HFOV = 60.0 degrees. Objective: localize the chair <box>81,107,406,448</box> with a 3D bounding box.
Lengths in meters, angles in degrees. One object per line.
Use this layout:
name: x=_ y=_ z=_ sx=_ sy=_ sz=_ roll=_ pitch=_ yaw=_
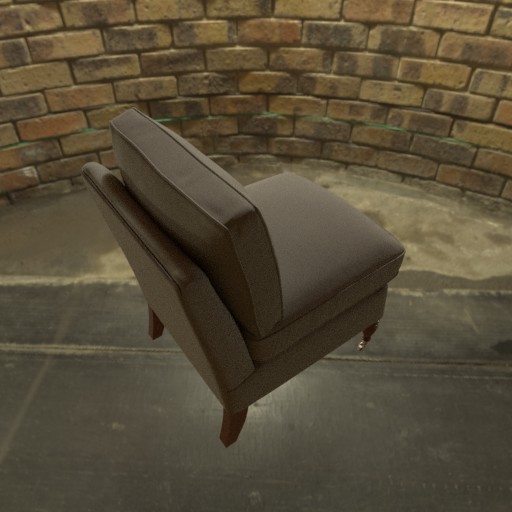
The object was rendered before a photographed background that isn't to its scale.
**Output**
chair: x=0.000 y=0.000 z=1.669 sx=0.924 sy=1.045 sz=0.724 roll=-25 pitch=47 yaw=-26
